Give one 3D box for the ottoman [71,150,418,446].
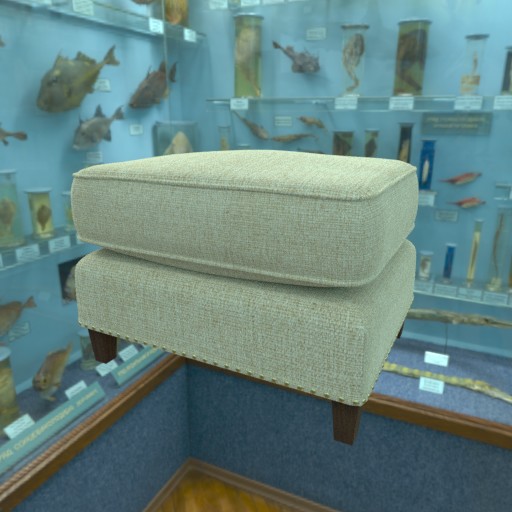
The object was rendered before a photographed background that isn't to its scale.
[{"bbox_3d":[0.000,0.000,1.153,0.738,0.537,0.589,9,20,26],"label":"ottoman"}]
